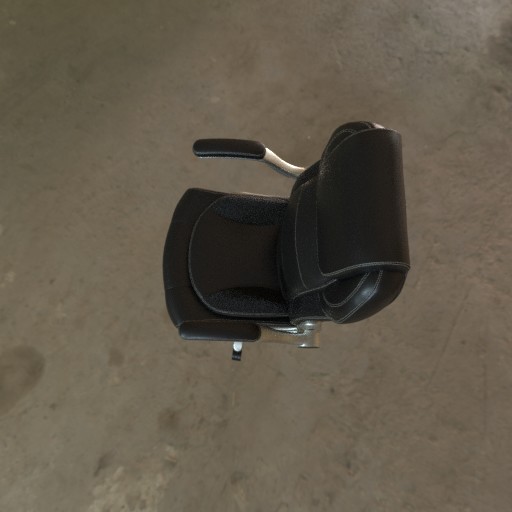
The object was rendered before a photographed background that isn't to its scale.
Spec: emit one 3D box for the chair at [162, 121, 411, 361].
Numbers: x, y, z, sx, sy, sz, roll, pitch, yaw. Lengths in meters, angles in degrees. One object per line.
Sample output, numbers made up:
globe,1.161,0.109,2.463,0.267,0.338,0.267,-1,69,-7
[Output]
chair,0.000,0.000,1.665,0.801,1.141,0.724,2,74,0
